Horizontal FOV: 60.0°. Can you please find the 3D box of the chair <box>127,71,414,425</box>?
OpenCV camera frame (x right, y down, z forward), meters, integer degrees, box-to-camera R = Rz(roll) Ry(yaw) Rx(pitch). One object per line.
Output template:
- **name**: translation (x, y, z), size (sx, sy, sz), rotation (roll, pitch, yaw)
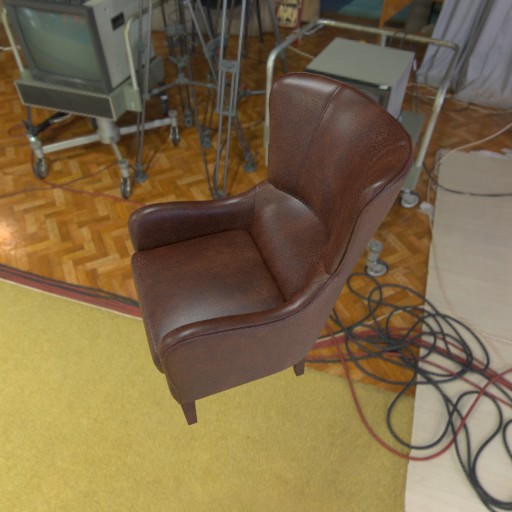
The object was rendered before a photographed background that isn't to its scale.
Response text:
- **chair**: translation (0.000, 0.000, 1.663), size (0.914, 1.048, 0.692), rotation (-15, 48, -14)
